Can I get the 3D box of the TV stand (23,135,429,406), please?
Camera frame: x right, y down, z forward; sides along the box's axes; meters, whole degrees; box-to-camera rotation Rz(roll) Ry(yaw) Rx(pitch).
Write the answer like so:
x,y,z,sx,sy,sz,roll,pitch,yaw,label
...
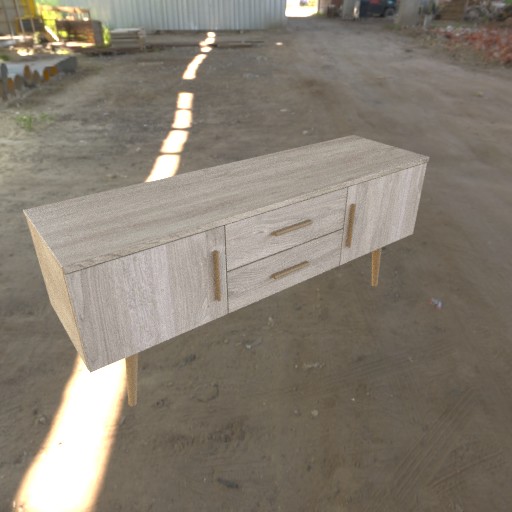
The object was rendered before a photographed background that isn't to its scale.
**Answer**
x,y,z,sx,sy,sz,roll,pitch,yaw,label
0.000,0.000,1.567,1.313,0.565,0.401,-20,36,-31,TV stand
